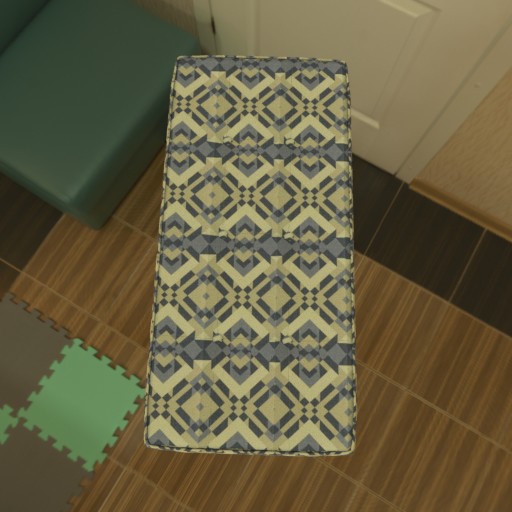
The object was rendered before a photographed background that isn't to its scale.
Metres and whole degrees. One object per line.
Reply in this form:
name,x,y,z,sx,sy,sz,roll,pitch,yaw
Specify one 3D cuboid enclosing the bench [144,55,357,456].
bench,0.000,0.000,1.306,0.492,0.477,1.016,2,77,0
